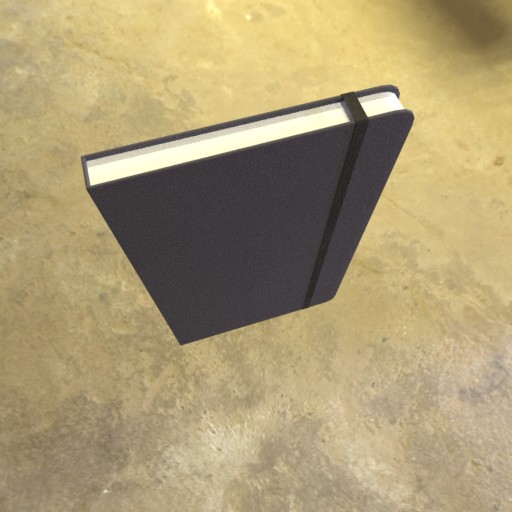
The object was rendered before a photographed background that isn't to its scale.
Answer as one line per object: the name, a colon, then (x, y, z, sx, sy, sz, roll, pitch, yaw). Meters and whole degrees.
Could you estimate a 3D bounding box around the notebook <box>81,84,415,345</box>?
notebook: (0.000, 0.000, 0.259, 0.127, 0.213, 0.016, -16, 65, -7)
